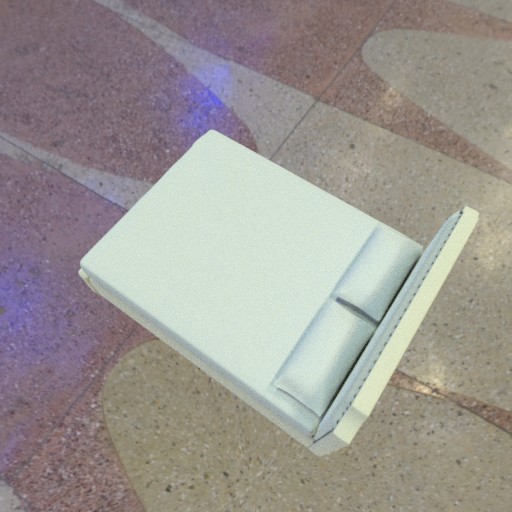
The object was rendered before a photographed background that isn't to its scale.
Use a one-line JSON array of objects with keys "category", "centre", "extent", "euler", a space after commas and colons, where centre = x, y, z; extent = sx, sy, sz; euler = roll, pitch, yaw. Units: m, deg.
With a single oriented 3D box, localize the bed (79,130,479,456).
[{"category": "bed", "centre": [0.000, 0.000, 3.349], "extent": [2.329, 1.415, 1.703], "euler": [32, 67, 15]}]
